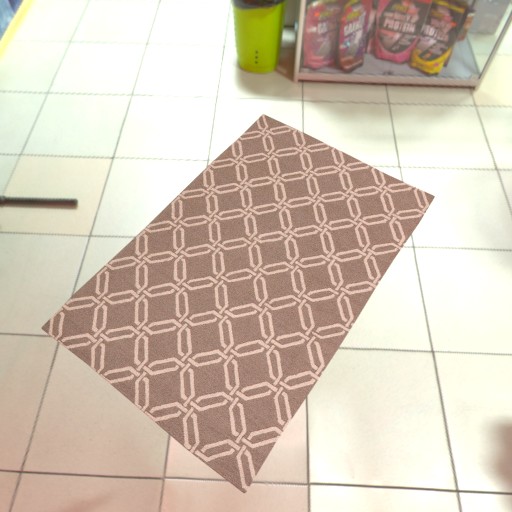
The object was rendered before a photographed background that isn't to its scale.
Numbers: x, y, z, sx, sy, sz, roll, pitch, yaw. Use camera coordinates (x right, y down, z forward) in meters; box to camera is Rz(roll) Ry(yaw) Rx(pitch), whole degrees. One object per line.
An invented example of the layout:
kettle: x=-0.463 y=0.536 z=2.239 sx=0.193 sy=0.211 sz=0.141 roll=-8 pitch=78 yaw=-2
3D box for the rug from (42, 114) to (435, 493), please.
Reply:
rug: x=0.000 y=0.000 z=2.183 sx=1.142 sy=0.010 sz=1.748 roll=31 pitch=63 yaw=18
